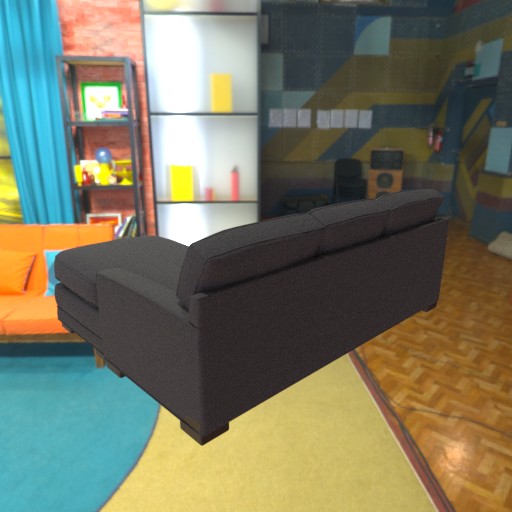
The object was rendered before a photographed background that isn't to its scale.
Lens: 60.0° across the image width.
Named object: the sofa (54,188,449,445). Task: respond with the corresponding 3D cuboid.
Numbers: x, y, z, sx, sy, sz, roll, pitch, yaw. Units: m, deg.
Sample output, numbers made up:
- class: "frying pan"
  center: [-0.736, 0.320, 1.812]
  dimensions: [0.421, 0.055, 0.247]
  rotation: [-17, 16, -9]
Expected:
- class: "sofa"
  center: [0.000, 0.000, 3.267]
  dimensions: [2.370, 0.973, 1.790]
  rotation: [-15, 22, -41]
